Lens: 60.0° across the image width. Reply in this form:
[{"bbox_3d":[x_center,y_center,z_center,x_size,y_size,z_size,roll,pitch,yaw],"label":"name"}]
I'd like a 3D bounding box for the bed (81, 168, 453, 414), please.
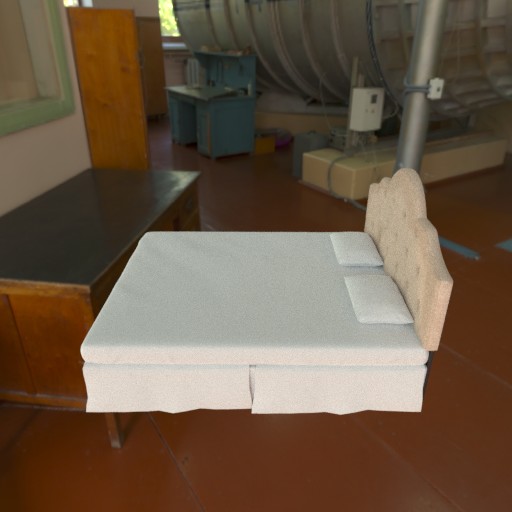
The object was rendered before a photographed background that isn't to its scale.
[{"bbox_3d":[0.000,0.000,2.997,1.970,1.194,1.667,0,27,1],"label":"bed"}]
